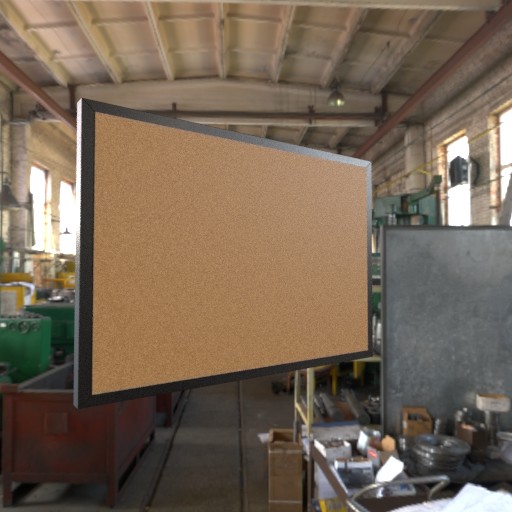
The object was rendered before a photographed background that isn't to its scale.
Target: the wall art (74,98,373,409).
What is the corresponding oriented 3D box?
[{"bbox_3d":[0.000,0.000,0.854,0.657,0.458,0.027,1,-2,-36],"label":"wall art"}]
